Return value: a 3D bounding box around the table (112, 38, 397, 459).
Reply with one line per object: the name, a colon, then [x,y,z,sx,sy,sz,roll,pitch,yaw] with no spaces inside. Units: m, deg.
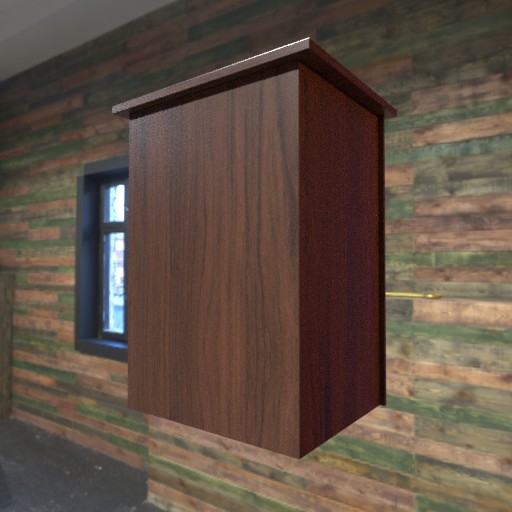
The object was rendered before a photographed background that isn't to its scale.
table: [0.000,0.000,0.946,0.480,0.636,0.381,-1,-2,37]
